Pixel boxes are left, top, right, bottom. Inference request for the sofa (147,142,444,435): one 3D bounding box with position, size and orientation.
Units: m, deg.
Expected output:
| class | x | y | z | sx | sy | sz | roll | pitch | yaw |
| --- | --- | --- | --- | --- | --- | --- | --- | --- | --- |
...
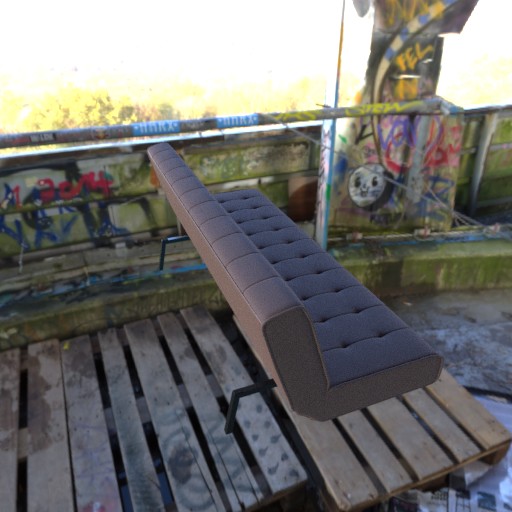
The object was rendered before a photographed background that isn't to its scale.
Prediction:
| class | x | y | z | sx | sy | sz | roll | pitch | yaw |
| --- | --- | --- | --- | --- | --- | --- | --- | --- | --- |
| sofa | 0.000 | 0.000 | 2.095 | 0.747 | 0.699 | 1.703 | -11 | 32 | -19 |
